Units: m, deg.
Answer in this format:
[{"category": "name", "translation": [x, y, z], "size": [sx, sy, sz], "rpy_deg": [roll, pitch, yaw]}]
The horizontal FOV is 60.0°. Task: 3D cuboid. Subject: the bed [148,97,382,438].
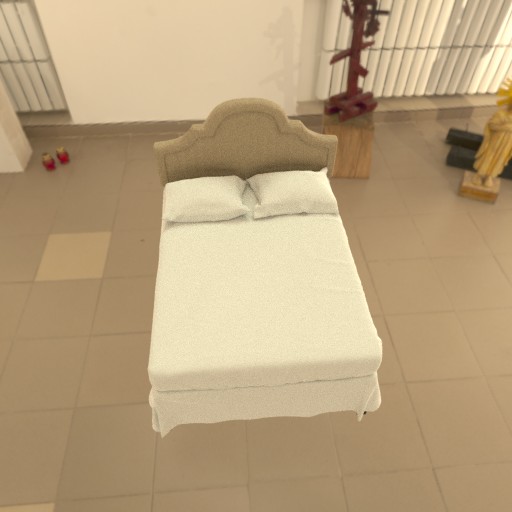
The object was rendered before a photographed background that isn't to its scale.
[{"category": "bed", "translation": [0.000, 0.000, 3.481], "size": [1.780, 1.634, 2.222], "rpy_deg": [-3, 48, -3]}]
